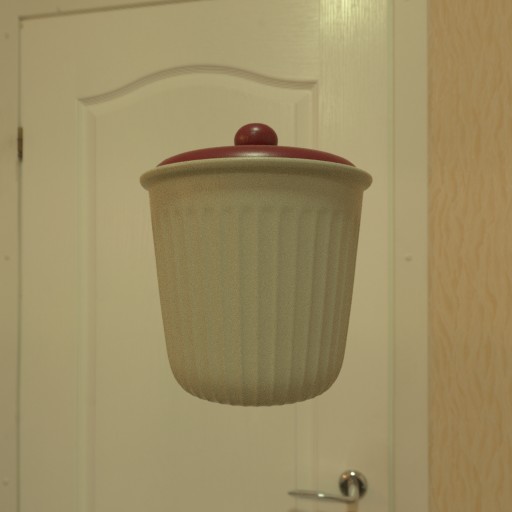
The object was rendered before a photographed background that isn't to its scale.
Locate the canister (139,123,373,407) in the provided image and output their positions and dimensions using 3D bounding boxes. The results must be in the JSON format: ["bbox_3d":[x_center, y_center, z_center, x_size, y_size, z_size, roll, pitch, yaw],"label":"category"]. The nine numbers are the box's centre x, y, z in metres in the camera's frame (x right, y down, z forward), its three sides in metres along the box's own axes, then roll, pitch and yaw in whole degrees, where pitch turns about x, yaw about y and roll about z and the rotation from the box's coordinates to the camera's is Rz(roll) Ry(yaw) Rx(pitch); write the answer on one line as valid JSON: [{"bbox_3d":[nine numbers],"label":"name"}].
[{"bbox_3d":[0.000,0.000,0.355,0.181,0.211,0.181,0,0,0],"label":"canister"}]
